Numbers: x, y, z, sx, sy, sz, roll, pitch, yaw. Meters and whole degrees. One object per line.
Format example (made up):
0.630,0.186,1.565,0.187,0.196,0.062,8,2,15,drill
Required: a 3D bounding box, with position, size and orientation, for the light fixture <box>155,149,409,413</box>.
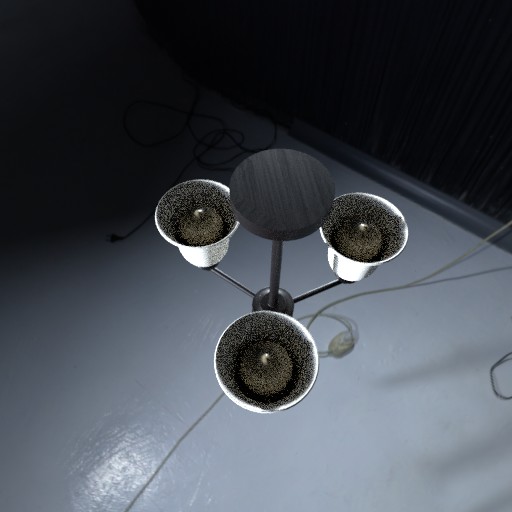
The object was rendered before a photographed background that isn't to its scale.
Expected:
0.000,0.000,0.672,0.354,0.370,0.388,32,64,18,light fixture
